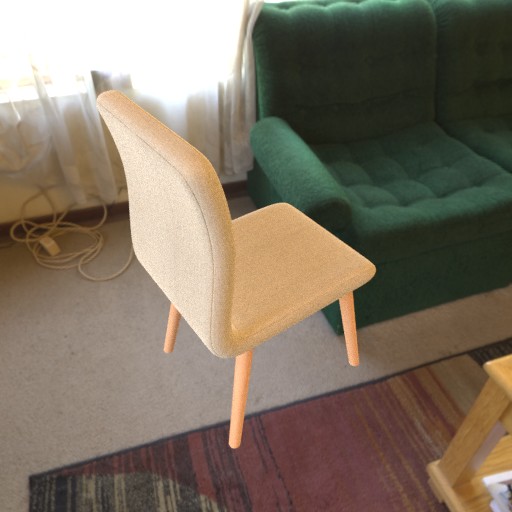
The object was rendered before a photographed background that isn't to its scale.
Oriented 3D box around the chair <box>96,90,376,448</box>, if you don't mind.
[{"bbox_3d":[0.000,0.000,1.184,0.550,0.885,0.435,-25,46,-26],"label":"chair"}]
